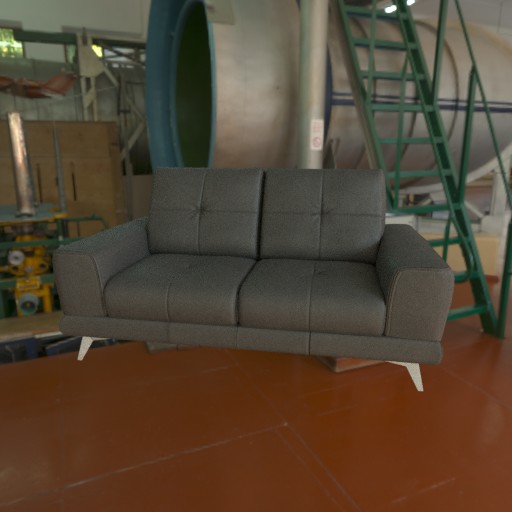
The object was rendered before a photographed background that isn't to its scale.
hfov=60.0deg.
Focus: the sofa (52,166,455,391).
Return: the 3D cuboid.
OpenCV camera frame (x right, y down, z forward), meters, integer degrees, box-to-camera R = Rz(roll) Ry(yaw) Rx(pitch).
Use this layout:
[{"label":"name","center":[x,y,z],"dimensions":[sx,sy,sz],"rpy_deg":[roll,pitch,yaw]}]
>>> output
[{"label":"sofa","center":[0.000,0.000,2.383],"dimensions":[1.806,0.907,1.018],"rpy_deg":[3,15,10]}]
